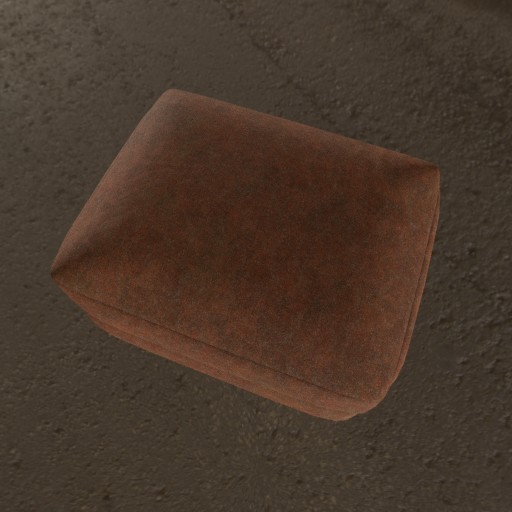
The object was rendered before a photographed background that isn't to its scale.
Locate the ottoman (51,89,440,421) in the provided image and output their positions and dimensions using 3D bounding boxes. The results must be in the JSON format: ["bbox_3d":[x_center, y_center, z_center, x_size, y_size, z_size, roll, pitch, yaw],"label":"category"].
[{"bbox_3d":[0.000,0.000,1.158,0.787,0.508,0.635,19,65,9],"label":"ottoman"}]
